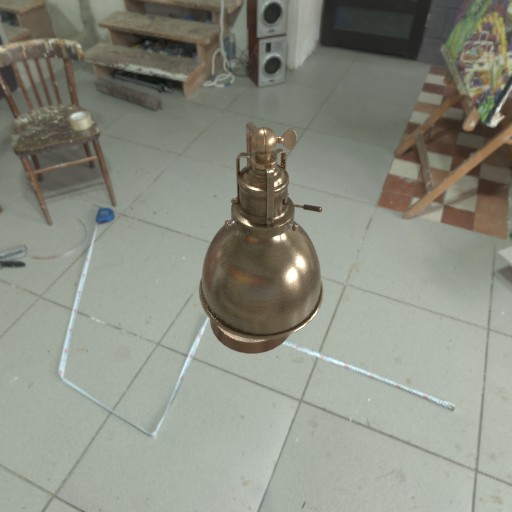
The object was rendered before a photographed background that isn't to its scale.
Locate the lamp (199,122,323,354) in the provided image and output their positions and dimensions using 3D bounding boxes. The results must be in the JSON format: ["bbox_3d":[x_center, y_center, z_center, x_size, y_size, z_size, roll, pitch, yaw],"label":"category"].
[{"bbox_3d":[0.000,0.000,0.595,0.153,0.456,0.286,-4,46,-4],"label":"lamp"}]
